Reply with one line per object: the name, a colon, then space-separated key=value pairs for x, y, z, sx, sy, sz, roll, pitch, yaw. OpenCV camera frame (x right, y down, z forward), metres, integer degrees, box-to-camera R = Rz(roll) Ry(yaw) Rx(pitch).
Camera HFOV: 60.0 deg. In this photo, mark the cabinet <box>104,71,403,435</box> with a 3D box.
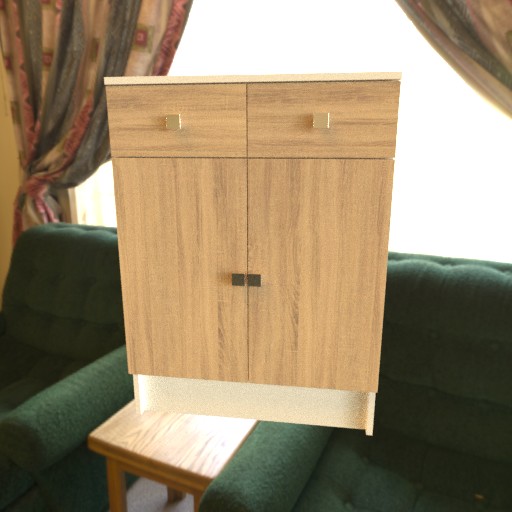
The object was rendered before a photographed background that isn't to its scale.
cabinet: x=0.000 y=0.000 z=1.112 sx=0.600 sy=0.815 sz=0.296 roll=2 pitch=15 yaw=8
